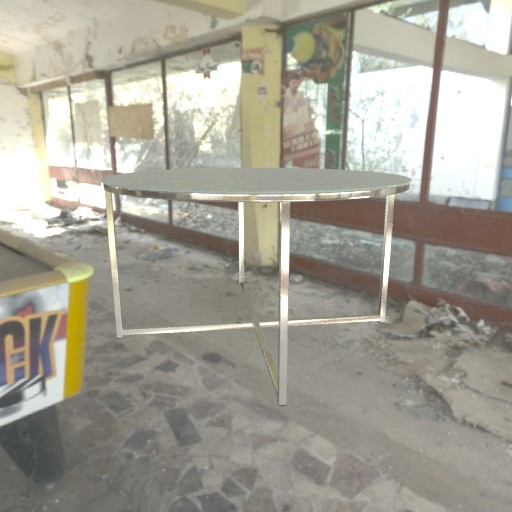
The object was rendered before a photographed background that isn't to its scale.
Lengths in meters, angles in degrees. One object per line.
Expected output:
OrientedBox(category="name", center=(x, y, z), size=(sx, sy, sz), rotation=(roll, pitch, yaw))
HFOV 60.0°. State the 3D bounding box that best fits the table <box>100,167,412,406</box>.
OrientedBox(category="table", center=(0.000, 0.000, 1.259), size=(0.800, 0.450, 0.800), rotation=(0, 14, 0))
